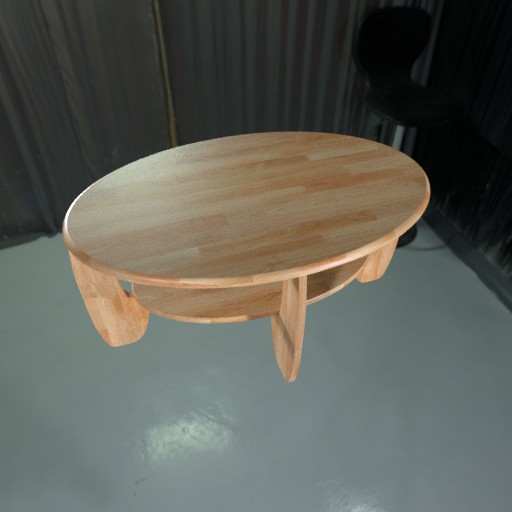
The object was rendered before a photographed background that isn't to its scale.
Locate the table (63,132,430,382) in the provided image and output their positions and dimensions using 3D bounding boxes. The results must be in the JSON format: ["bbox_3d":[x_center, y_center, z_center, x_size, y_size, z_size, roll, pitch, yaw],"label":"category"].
[{"bbox_3d":[0.000,0.000,1.382,1.040,0.490,0.690,-13,43,-14],"label":"table"}]
